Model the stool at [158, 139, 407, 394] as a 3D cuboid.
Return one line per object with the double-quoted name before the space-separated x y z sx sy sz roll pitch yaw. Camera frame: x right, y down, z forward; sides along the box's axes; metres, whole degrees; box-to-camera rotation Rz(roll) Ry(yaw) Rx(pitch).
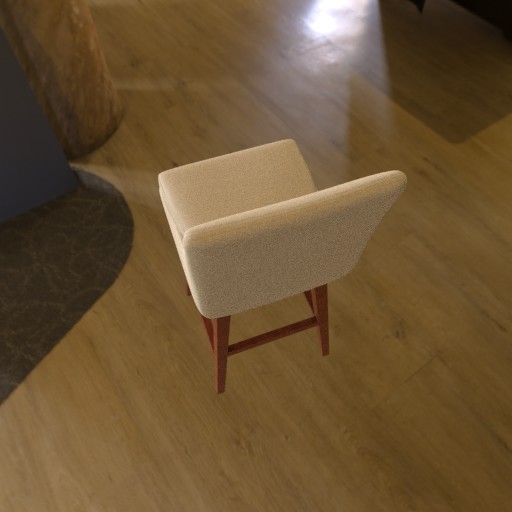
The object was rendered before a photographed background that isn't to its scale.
"stool" 0.000 0.000 1.388 0.470 1.092 0.559 -17 59 -10
